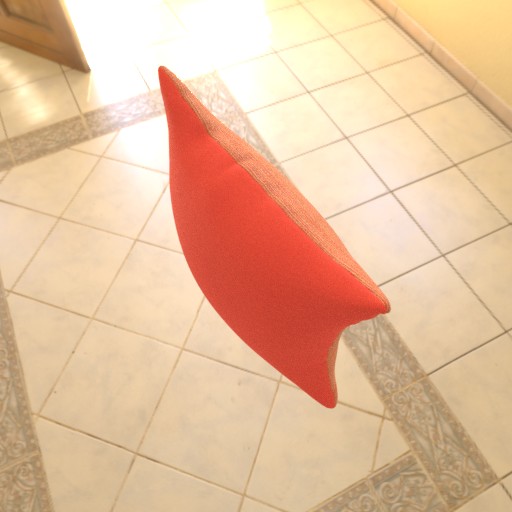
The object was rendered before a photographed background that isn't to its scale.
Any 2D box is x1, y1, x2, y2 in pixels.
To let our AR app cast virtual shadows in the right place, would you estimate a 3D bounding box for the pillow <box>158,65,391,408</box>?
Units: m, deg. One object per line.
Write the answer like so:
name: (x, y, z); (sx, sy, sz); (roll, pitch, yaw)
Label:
pillow: (0.000, 0.000, 0.832); (0.229, 0.501, 0.559); (-32, 65, -17)
